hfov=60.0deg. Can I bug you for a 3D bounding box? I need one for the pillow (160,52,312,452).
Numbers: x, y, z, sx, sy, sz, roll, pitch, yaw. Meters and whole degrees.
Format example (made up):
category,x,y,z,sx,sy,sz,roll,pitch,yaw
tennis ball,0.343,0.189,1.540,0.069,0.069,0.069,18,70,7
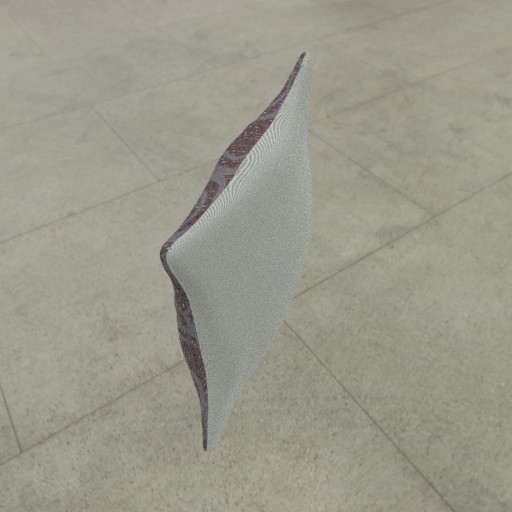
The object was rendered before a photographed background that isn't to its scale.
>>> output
category,x,y,z,sx,sy,sz,roll,pitch,yaw
pillow,0.000,0.000,0.772,0.163,0.513,0.514,15,48,14
